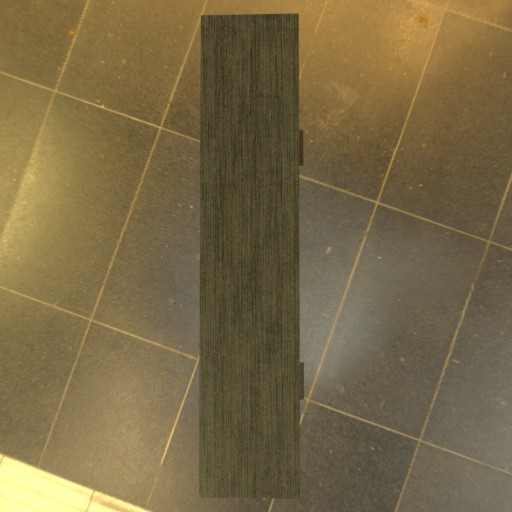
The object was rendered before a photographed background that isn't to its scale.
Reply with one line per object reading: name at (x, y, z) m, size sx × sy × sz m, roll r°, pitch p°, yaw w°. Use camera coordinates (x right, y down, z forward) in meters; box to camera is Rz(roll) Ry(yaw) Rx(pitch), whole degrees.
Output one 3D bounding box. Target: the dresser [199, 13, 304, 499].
dresser at (0.000, 0.000, 1.800) m, size 0.333 × 0.790 × 1.535 m, roll 0°, pitch 88°, yaw 2°
